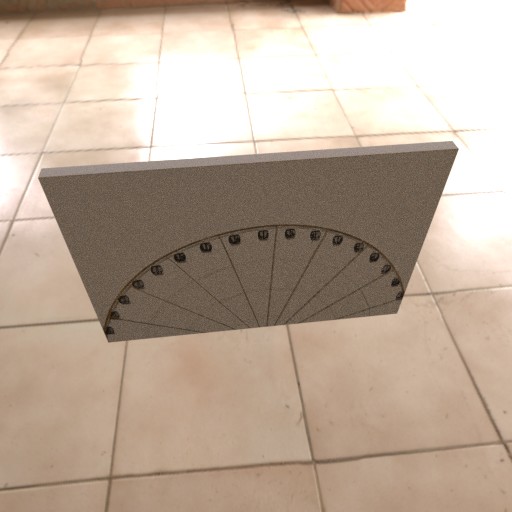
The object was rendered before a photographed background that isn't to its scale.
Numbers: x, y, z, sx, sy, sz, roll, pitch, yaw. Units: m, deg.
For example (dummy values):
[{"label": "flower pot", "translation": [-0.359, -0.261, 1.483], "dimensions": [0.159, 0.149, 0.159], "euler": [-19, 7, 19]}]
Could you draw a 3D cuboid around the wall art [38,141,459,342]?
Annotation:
[{"label": "wall art", "translation": [0.000, 0.000, 1.165], "dimensions": [0.898, 0.601, 0.038], "euler": [-5, 46, -5]}]
